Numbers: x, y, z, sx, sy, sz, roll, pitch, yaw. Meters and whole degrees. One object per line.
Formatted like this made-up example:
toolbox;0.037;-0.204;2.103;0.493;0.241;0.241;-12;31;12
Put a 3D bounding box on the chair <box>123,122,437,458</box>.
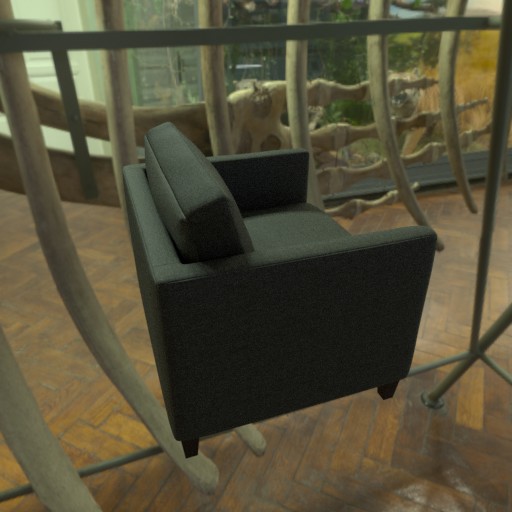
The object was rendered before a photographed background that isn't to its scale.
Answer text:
chair;0.000;0.000;1.867;0.959;0.963;1.107;-10;31;-17
